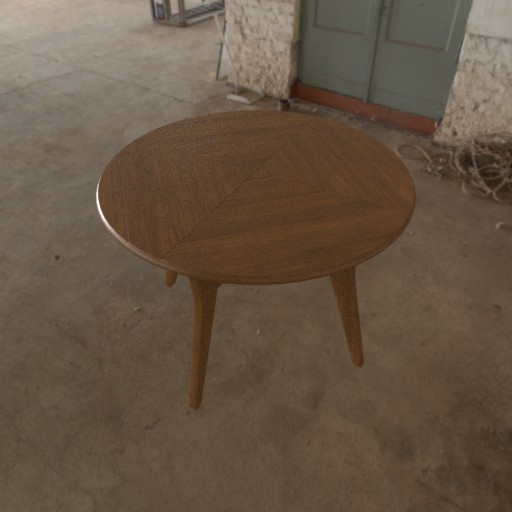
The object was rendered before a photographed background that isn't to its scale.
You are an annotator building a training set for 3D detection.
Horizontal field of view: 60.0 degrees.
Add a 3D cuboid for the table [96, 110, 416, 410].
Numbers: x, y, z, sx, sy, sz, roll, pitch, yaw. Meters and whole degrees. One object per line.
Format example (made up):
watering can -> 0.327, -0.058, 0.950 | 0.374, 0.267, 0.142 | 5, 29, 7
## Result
table -> 0.000, 0.000, 1.752 | 1.055, 0.757, 1.055 | 0, 41, 0
